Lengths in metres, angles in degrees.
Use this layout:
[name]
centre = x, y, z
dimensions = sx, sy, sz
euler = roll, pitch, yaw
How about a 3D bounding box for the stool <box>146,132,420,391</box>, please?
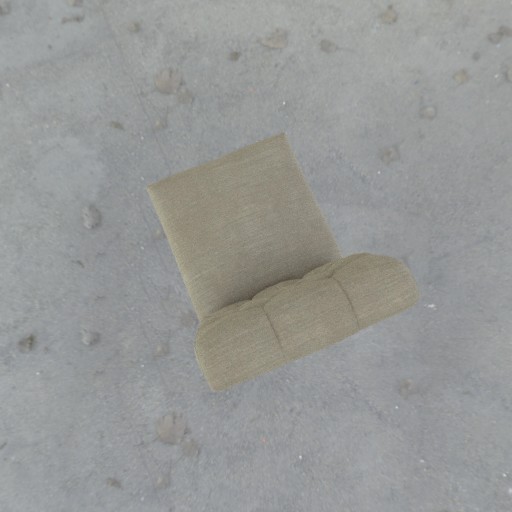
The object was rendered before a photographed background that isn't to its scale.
[stool]
centre = 0.000, 0.000, 1.440
dimensions = 0.486, 1.084, 0.660
euler = -23, 78, -5
